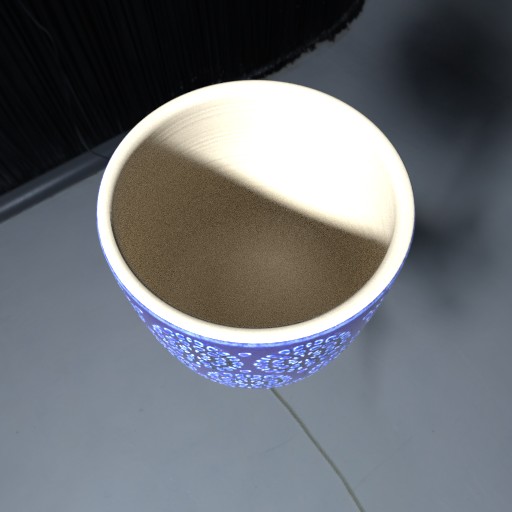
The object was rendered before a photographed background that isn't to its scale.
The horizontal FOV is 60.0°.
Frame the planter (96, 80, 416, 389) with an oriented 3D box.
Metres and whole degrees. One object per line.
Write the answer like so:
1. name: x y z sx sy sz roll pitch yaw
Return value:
1. planter: 0.000 0.000 0.293 0.165 0.149 0.165 0 62 0
